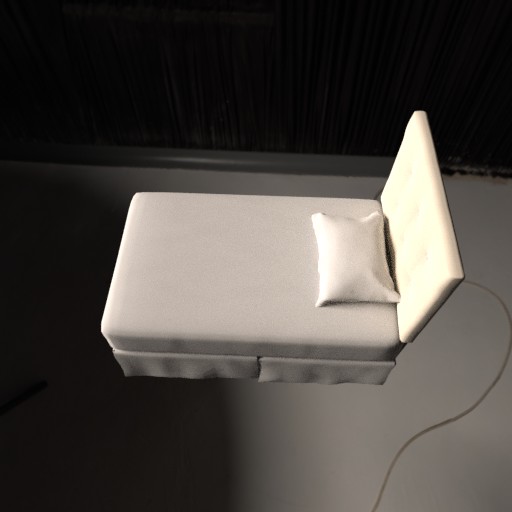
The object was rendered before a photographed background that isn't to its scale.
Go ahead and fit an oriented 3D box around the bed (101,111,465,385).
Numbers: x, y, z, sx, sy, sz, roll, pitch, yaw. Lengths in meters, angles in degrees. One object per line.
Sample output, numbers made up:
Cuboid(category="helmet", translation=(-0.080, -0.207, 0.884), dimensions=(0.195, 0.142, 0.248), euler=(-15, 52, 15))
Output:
Cuboid(category="bed", translation=(0.000, 0.000, 2.991), dimensions=(1.997, 1.571, 1.261), euler=(2, 58, 1))
